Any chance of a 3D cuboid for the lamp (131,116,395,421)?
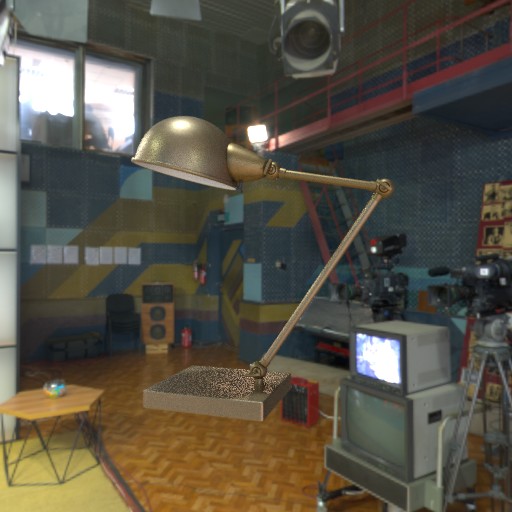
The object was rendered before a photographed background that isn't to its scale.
[{"bbox_3d":[0.000,0.000,0.567,0.339,0.371,0.149,0,-1,18],"label":"lamp"}]
